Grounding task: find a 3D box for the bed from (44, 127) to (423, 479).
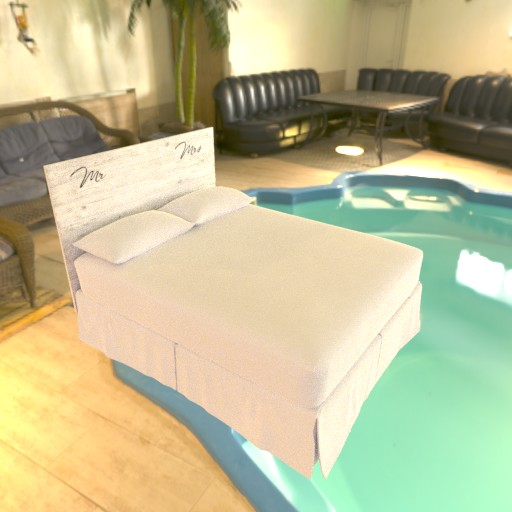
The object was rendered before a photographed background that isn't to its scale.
[{"bbox_3d":[0.000,0.000,3.150,2.094,1.335,1.745,18,32,32],"label":"bed"}]
